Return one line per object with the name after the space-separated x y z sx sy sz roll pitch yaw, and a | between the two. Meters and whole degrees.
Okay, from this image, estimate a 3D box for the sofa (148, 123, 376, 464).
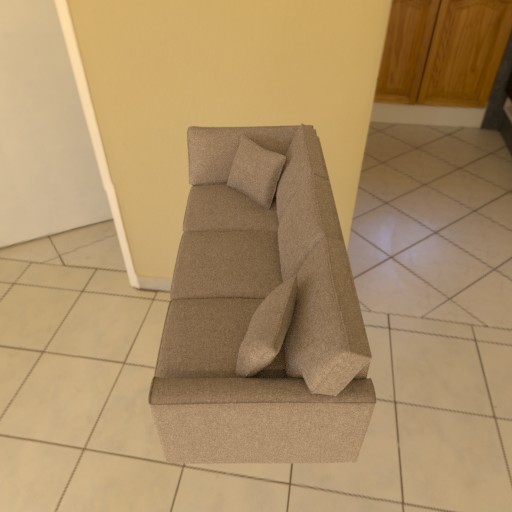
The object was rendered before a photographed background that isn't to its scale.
0.000 0.000 2.892 1.061 0.962 2.317 0 41 0 | sofa
